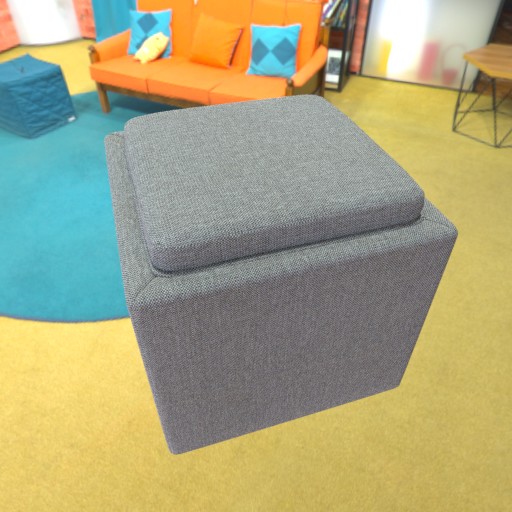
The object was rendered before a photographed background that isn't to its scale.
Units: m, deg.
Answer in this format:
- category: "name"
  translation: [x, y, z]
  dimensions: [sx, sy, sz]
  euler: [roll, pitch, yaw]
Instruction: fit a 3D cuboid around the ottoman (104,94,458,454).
- category: "ottoman"
  translation: [0.000, 0.000, 0.820]
  dimensions: [0.450, 0.460, 0.450]
  euler: [-12, 43, -13]
